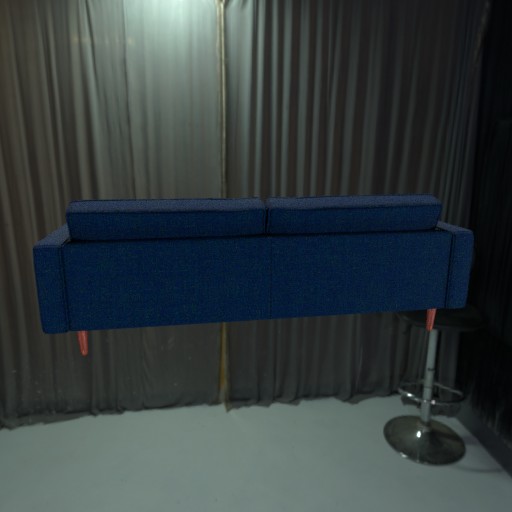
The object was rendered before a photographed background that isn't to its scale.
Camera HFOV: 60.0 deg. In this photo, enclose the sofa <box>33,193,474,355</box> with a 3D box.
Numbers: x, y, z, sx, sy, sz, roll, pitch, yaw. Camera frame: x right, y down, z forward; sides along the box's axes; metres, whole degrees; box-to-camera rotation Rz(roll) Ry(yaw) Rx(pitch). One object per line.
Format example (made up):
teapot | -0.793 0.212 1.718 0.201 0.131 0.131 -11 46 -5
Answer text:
sofa | 0.000 0.000 2.641 2.210 0.762 0.914 -2 14 -9
